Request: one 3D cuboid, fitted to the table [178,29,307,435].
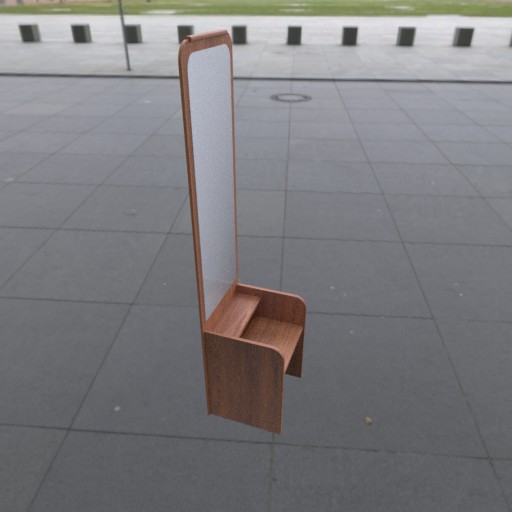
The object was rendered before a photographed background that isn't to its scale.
[{"bbox_3d":[0.000,0.000,2.037,0.420,1.830,0.450,10,33,17],"label":"table"}]
